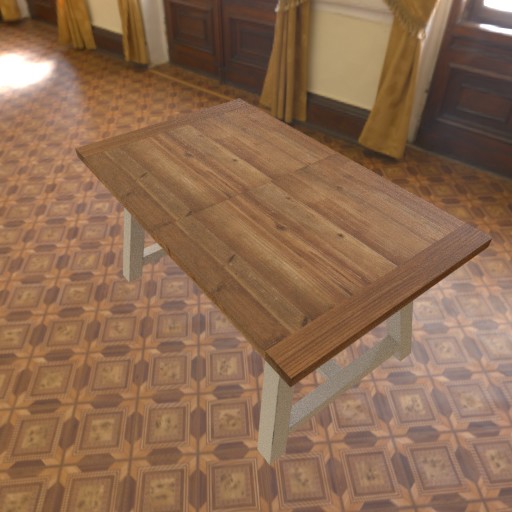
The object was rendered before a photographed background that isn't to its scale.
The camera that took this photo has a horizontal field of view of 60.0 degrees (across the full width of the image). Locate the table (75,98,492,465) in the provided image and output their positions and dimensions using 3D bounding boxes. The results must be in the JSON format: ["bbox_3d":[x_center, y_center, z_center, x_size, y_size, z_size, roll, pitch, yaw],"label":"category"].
[{"bbox_3d":[0.000,0.000,2.025,0.922,0.743,1.503,-27,49,-27],"label":"table"}]
